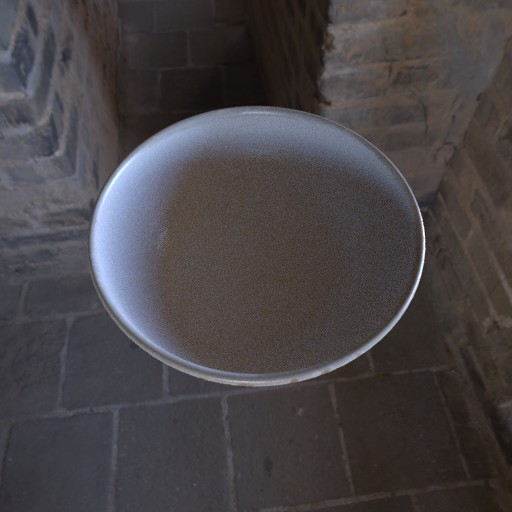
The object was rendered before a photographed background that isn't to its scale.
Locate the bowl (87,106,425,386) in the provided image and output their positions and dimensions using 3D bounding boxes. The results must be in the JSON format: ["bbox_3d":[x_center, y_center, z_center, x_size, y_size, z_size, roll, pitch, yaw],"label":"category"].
[{"bbox_3d":[0.000,0.000,0.407,0.268,0.121,0.268,0,58,0],"label":"bowl"}]
